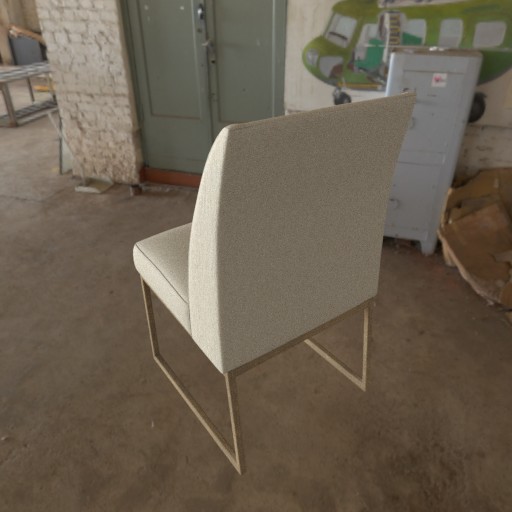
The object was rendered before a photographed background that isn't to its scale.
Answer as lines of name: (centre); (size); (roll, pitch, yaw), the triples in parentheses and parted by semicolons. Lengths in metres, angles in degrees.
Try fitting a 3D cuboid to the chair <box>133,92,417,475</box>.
chair: (0.000, 0.000, 1.187); (0.508, 0.863, 0.522); (-21, 37, -30)
